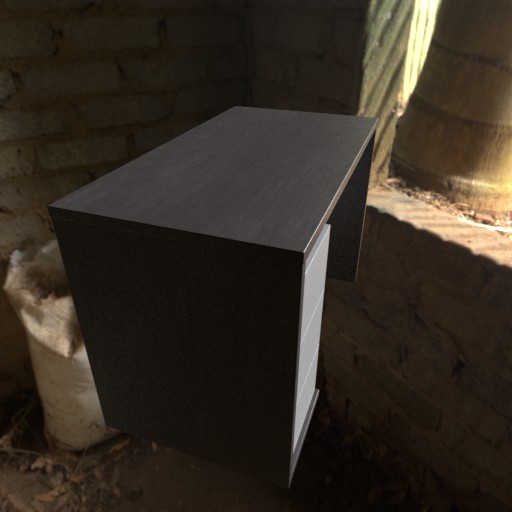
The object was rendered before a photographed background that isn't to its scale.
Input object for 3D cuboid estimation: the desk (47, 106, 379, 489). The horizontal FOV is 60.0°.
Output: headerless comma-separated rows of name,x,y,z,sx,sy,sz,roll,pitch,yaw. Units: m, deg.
desk,0.000,0.000,1.545,0.600,0.750,1.100,11,32,17
